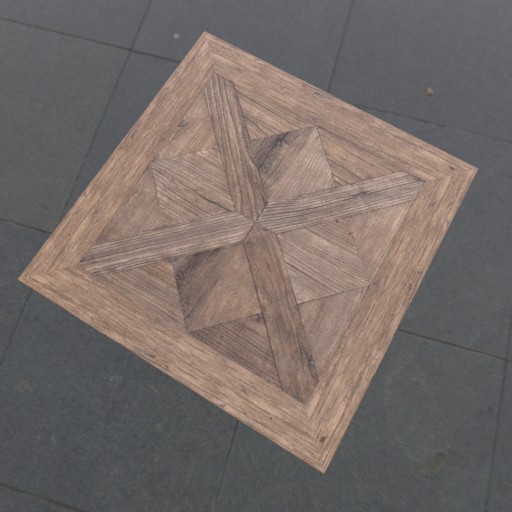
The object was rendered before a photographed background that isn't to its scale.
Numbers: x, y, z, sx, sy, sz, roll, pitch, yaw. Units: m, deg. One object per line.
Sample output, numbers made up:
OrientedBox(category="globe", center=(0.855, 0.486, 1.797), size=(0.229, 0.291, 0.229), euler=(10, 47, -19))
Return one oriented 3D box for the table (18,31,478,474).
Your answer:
OrientedBox(category="table", center=(0.000, 0.000, 1.179), size=(0.700, 0.532, 0.700), euler=(30, 77, 8))
